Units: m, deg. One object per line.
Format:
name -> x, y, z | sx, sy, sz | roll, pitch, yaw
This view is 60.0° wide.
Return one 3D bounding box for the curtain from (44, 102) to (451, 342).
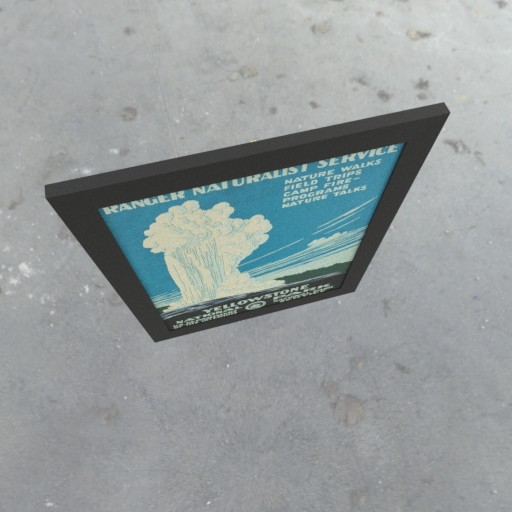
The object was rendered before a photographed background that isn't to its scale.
curtain -> 0.000, 0.000, 0.779 | 0.483, 0.585, 0.027 | -13, 64, -7
